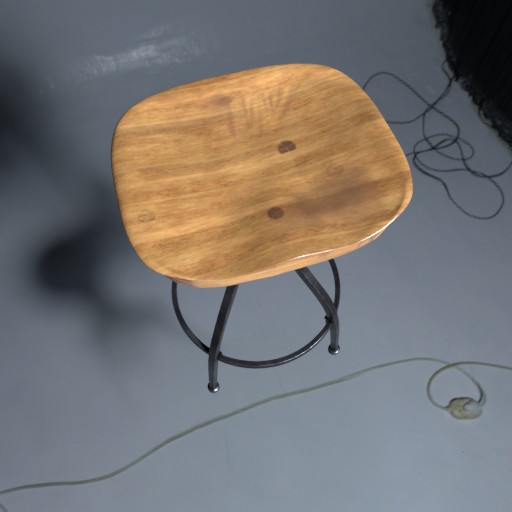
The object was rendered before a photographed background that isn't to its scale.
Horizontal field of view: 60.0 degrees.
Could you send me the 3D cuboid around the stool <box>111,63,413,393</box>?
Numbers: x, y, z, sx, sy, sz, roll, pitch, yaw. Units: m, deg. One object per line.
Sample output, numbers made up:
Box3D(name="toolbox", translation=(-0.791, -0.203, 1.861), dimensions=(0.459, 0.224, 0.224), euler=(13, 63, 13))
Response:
Box3D(name="stool", translation=(0.000, 0.000, 0.979), dimensions=(0.432, 0.694, 0.424), euler=(-16, 64, -8))
